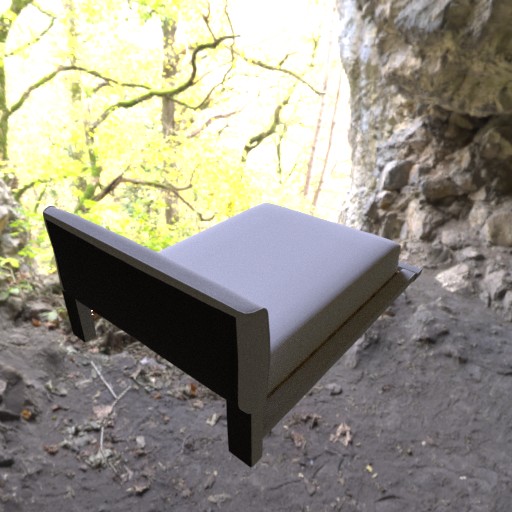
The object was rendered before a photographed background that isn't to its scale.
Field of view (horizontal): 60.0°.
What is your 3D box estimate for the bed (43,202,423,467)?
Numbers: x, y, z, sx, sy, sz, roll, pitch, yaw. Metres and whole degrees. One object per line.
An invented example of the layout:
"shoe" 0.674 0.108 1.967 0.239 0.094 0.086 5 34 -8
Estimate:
"bed" 0.000 0.000 3.434 1.840 1.067 2.368 22 36 34
